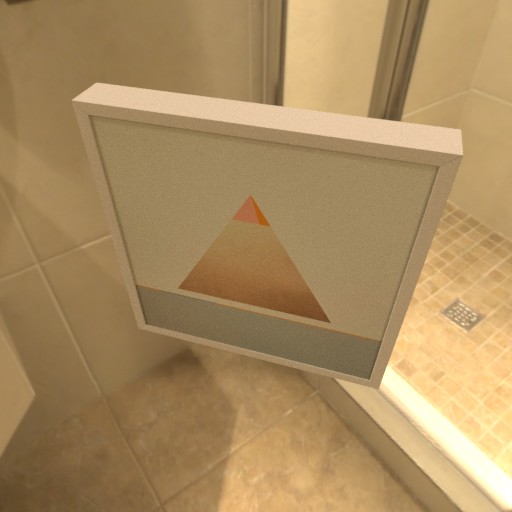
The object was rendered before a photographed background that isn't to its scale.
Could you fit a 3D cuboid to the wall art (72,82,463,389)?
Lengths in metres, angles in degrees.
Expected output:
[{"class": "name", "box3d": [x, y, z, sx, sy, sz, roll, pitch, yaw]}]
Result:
[{"class": "wall art", "box3d": [0.000, 0.000, 0.450, 0.305, 0.304, 0.038, 12, 44, 12]}]
